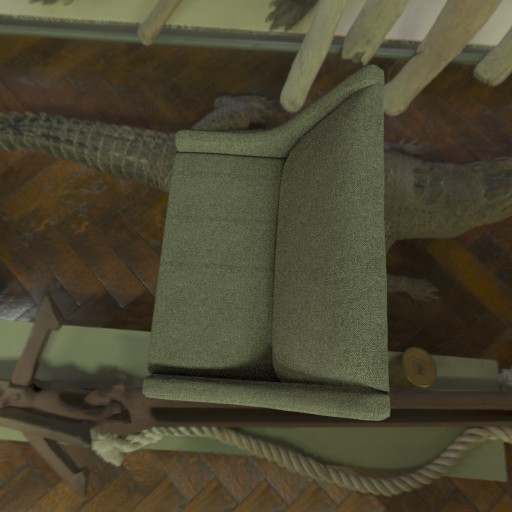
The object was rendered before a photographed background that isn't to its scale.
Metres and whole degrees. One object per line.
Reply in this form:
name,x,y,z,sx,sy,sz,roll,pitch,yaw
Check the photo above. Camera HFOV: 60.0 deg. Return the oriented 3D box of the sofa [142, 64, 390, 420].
sofa,0.000,0.000,1.917,0.870,1.021,1.242,4,74,1
